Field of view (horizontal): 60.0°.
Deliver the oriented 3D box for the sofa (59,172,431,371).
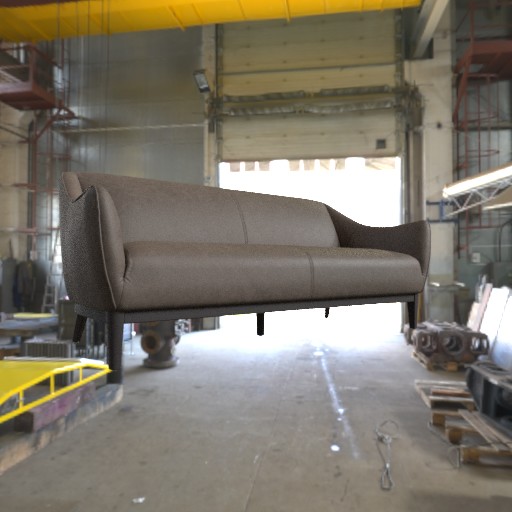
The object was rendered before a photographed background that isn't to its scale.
[{"bbox_3d":[0.000,0.000,2.332,1.928,0.831,0.869,1,-2,-36],"label":"sofa"}]
